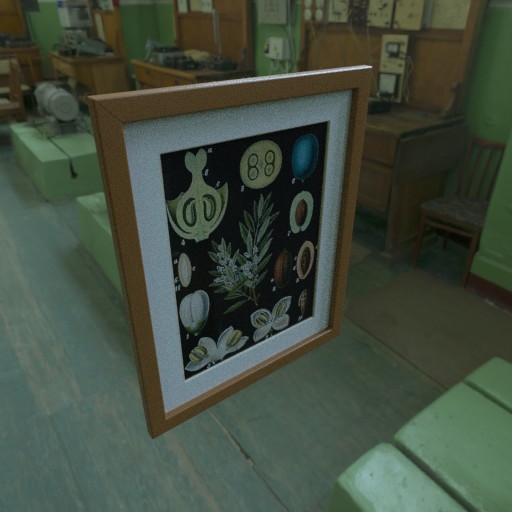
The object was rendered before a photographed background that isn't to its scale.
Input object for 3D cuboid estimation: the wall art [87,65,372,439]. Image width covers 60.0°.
[{"bbox_3d":[0.000,0.000,0.732,0.449,0.550,0.021,-20,36,-31],"label":"wall art"}]
